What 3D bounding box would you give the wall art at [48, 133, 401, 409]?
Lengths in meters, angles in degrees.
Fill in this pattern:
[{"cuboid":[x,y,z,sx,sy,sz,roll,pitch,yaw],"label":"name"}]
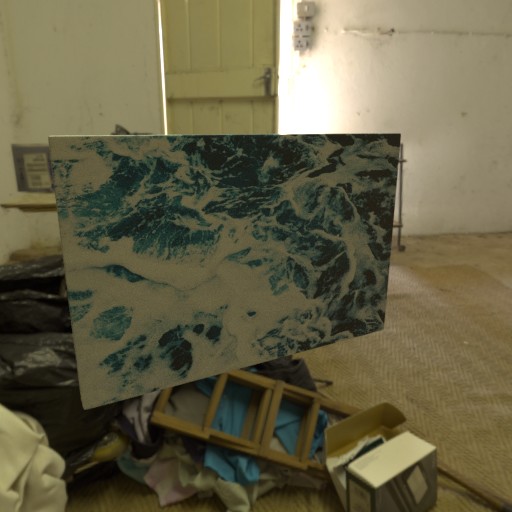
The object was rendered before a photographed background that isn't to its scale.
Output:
[{"cuboid":[0.000,0.000,1.920,1.524,1.017,0.055,-8,18,-26],"label":"wall art"}]
